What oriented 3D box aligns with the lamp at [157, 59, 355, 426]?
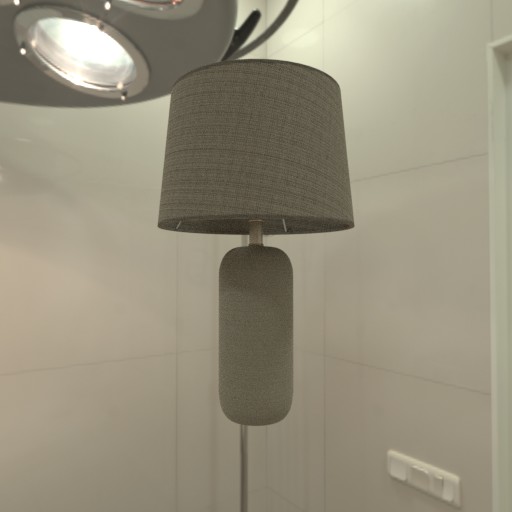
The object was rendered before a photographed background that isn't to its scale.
[{"bbox_3d":[0.000,0.000,0.844,0.367,0.609,0.367,0,-1,0],"label":"lamp"}]
